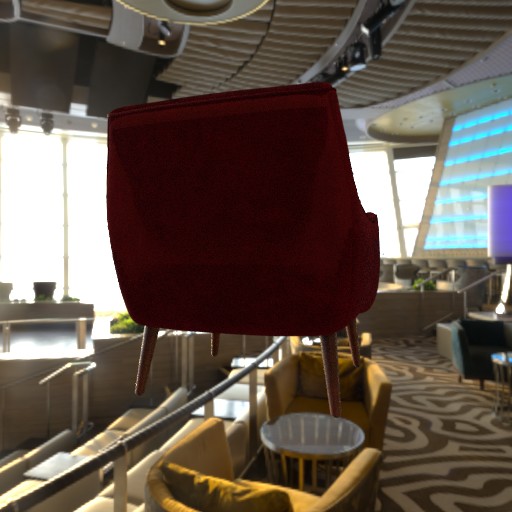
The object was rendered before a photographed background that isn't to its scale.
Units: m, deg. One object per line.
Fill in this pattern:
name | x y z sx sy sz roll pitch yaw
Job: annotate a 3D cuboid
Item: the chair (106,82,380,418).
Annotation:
chair | 0.000 0.000 1.467 0.762 0.838 0.787 0 0 18
